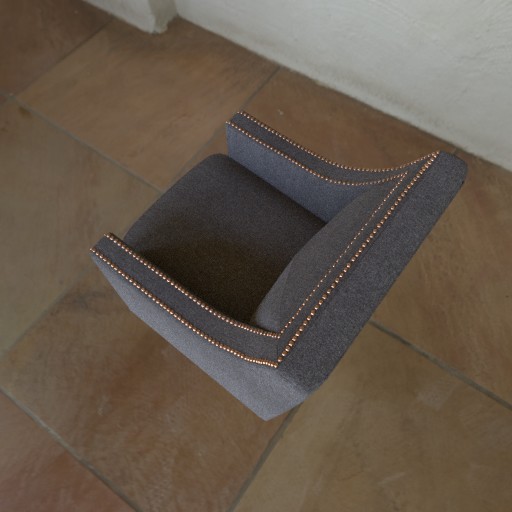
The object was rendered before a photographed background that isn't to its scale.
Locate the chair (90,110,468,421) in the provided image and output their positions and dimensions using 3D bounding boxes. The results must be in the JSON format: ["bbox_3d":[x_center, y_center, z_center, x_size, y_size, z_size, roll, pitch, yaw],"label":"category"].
[{"bbox_3d":[0.000,0.000,1.584,0.884,0.967,0.776,35,68,16],"label":"chair"}]
